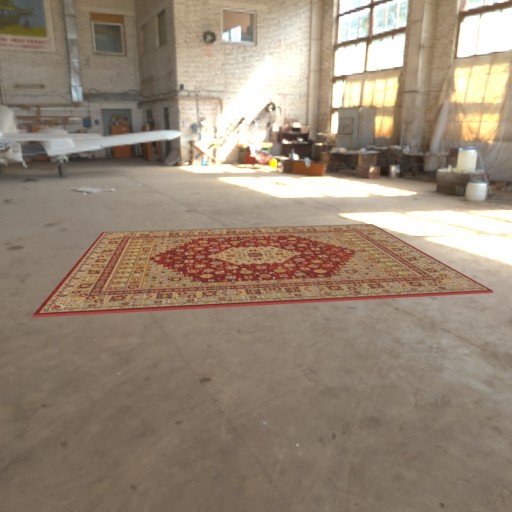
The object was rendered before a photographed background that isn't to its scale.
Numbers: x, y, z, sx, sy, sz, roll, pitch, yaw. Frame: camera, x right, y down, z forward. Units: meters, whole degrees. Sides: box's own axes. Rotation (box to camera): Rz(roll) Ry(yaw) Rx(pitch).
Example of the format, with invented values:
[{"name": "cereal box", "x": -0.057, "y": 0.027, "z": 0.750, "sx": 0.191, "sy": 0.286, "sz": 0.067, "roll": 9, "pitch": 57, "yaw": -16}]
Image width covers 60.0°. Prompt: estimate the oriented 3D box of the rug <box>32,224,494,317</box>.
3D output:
[{"name": "rug", "x": 0.000, "y": 0.000, "z": 2.856, "sx": 2.211, "sy": 0.013, "sz": 1.593, "roll": -2, "pitch": 17, "yaw": -7}]
